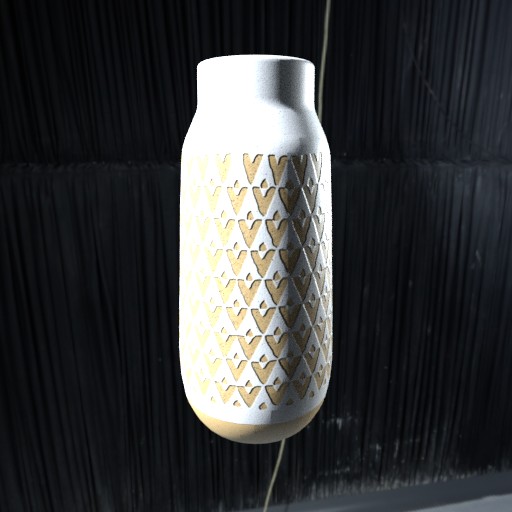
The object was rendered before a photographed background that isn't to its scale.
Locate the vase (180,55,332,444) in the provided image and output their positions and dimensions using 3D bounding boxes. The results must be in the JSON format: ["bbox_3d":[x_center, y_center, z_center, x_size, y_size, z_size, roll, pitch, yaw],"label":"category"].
[{"bbox_3d":[0.000,0.000,0.384,0.137,0.307,0.137,0,15,0],"label":"vase"}]
